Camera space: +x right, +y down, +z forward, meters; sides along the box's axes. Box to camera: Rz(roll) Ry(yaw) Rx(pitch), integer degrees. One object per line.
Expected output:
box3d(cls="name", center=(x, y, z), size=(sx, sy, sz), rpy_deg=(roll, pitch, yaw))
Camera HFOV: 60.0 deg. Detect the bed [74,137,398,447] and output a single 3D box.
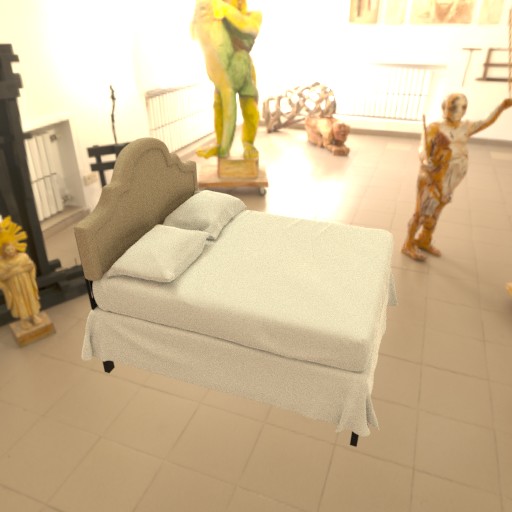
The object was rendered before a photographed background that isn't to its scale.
box3d(cls="bed", center=(0.000, 0.000, 3.447), size=(2.222, 1.634, 1.780), rpy_deg=(10, 31, 18))
